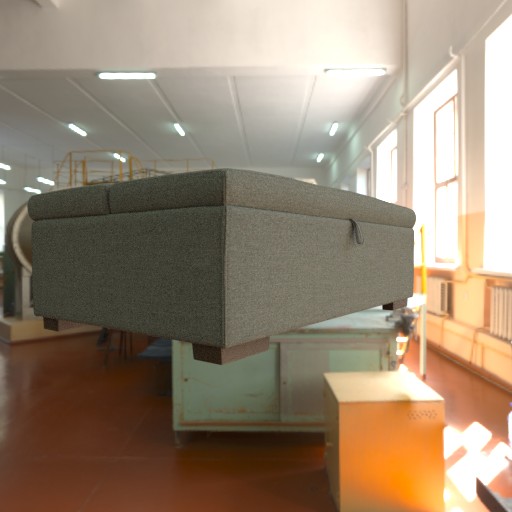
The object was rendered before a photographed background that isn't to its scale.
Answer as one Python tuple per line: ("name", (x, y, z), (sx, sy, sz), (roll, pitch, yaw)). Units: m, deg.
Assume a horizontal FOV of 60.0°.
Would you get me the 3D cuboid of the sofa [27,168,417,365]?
("sofa", (0.000, 0.000, 1.598), (0.817, 0.434, 1.250), (1, 1, 37))
